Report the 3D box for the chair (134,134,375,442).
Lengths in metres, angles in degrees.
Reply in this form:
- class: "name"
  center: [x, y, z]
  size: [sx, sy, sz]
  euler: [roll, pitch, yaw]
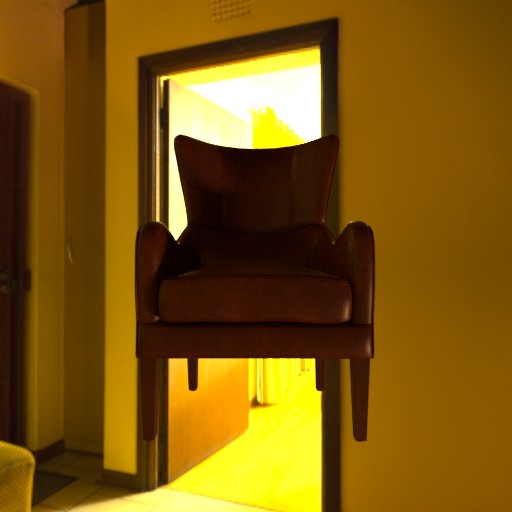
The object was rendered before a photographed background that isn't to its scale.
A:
- class: "chair"
  center: [0.000, 0.000, 1.636]
  size: [0.692, 1.048, 0.914]
  euler: [0, -1, 1]
